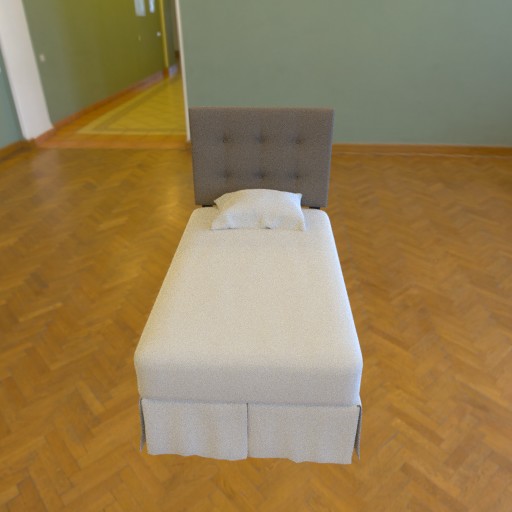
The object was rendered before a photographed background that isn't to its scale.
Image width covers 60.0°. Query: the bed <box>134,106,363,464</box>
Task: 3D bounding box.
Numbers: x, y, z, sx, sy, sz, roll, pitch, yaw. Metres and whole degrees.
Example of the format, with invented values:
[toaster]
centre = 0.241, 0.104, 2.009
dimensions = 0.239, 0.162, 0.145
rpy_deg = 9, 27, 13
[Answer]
[bed]
centre = 0.000, 0.000, 2.988
dimensions = 1.261, 1.571, 1.997
rpy_deg = 1, 30, 2
